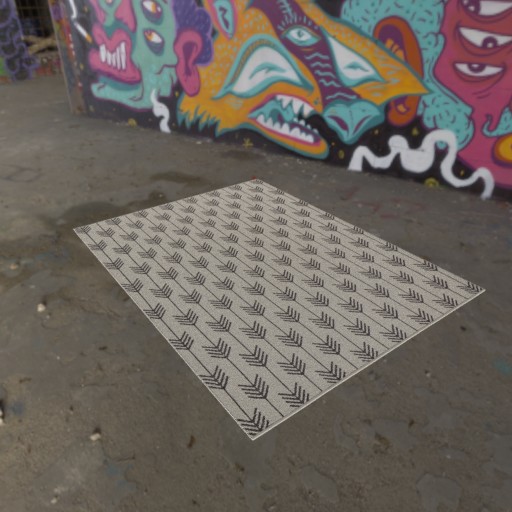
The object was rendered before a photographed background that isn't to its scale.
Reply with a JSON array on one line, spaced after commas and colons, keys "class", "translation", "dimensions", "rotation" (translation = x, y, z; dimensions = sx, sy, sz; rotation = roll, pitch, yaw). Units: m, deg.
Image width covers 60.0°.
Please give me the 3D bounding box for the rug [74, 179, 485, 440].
[{"class": "rug", "translation": [0.000, 0.000, 4.018], "dimensions": [2.330, 0.010, 3.061], "rotation": [-21, 37, -31]}]
